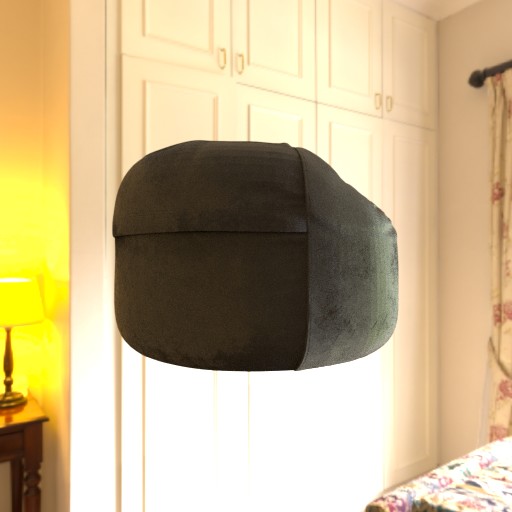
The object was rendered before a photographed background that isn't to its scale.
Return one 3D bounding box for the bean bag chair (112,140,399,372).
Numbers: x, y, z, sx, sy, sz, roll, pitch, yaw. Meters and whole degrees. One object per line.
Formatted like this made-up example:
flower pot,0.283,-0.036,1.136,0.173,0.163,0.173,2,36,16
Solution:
bean bag chair,0.000,0.000,1.492,0.918,0.605,0.918,0,0,0
